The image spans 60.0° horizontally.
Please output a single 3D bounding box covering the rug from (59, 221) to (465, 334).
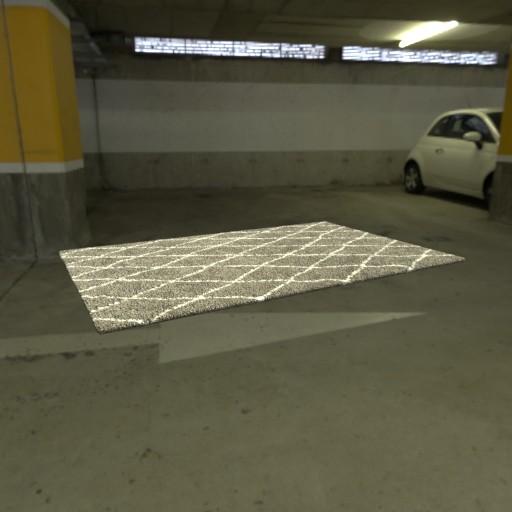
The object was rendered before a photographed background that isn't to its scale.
[{"bbox_3d":[0.000,0.000,3.544,2.743,0.030,1.778,-8,17,-28],"label":"rug"}]
